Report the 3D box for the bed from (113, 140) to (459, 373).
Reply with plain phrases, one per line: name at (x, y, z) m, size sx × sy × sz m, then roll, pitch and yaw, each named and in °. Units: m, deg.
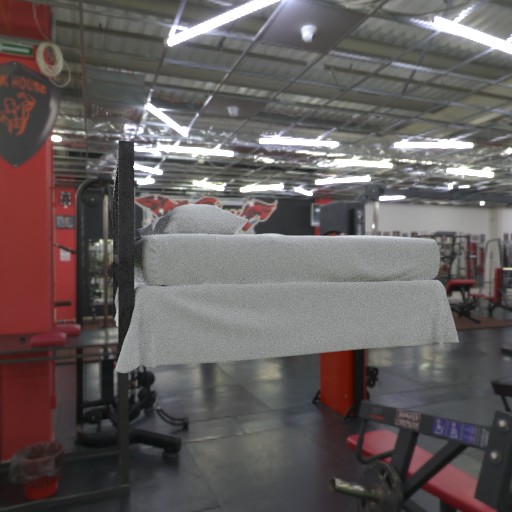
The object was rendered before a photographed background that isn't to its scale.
bed at (0.000, 0.000, 3.507) m, size 2.165 × 1.158 × 2.255 m, roll 0°, pitch 0°, yaw -19°
